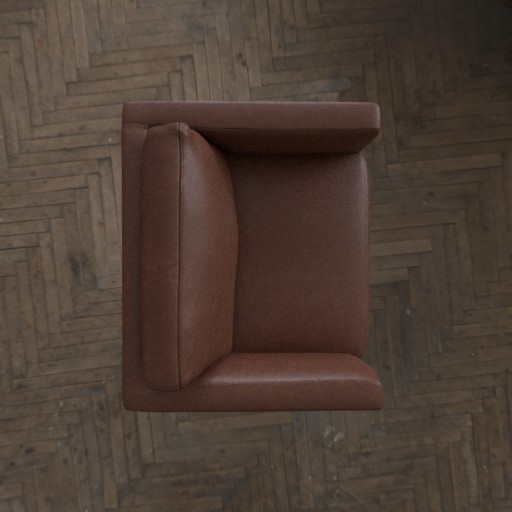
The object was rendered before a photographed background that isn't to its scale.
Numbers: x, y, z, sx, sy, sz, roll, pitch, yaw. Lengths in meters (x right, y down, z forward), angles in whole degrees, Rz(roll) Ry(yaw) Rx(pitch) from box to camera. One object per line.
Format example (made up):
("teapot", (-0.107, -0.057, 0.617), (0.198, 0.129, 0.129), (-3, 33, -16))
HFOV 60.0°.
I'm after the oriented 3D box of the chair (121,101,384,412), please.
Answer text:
("chair", (0.000, 0.000, 1.838), (0.959, 0.917, 1.107), (0, 91, -1))
